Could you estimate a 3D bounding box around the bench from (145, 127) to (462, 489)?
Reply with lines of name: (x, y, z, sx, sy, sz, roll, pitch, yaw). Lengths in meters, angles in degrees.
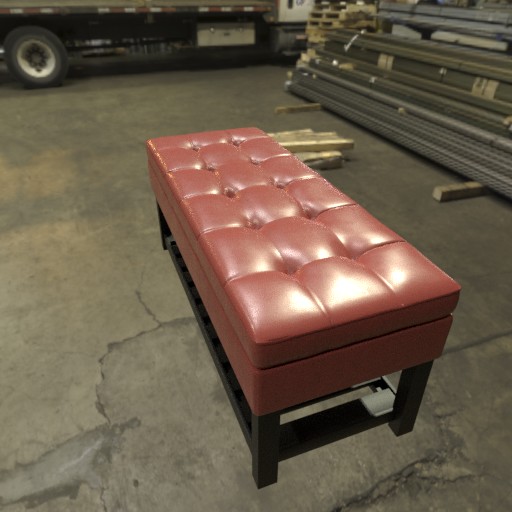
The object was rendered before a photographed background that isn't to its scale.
bench: (0.000, 0.000, 1.312, 0.432, 0.460, 1.105, -12, 35, -18)
